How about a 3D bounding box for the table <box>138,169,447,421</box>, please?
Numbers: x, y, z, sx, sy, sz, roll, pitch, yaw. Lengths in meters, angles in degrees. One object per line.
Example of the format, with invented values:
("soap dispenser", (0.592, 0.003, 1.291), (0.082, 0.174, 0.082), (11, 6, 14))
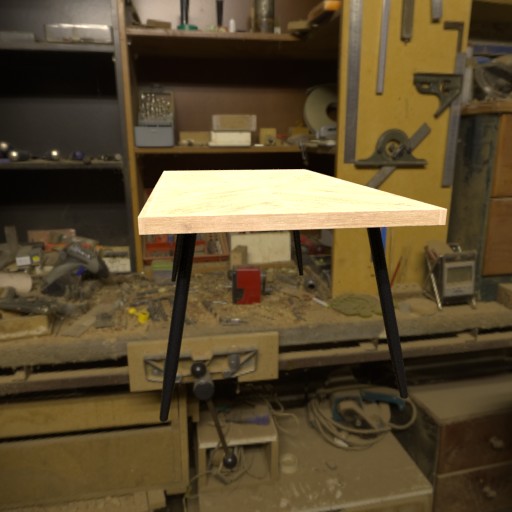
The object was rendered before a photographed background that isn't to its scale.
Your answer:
("table", (0.000, 0.000, 2.345), (0.991, 0.762, 1.803), (-2, 15, -9))
